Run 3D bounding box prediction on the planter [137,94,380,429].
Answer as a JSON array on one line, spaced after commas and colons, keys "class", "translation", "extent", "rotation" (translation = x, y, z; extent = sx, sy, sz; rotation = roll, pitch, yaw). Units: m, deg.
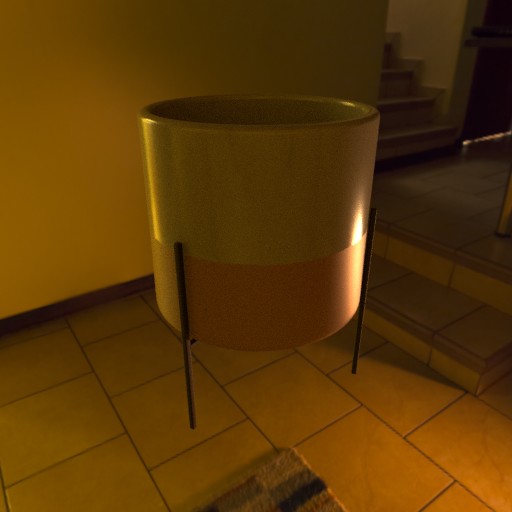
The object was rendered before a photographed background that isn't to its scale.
[{"class": "planter", "translation": [0.000, 0.000, 0.744], "extent": [0.348, 0.480, 0.360], "rotation": [17, 31, 31]}]
